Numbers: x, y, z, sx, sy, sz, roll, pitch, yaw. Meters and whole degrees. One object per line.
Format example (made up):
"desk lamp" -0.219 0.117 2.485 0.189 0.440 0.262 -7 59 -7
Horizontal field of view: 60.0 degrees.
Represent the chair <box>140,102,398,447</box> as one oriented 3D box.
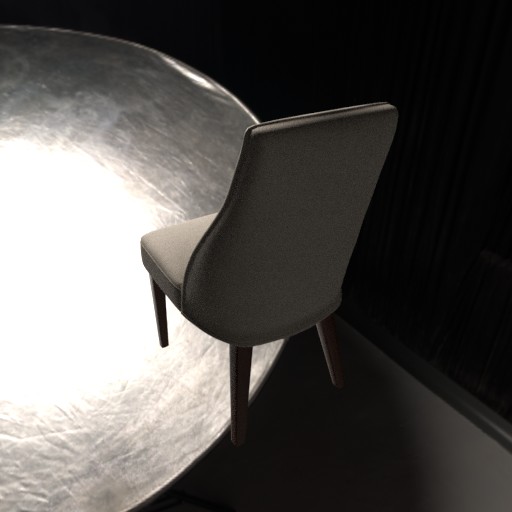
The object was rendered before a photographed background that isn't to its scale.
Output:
"chair" 0.000 0.000 1.294 0.500 0.930 0.620 -19 36 -28
